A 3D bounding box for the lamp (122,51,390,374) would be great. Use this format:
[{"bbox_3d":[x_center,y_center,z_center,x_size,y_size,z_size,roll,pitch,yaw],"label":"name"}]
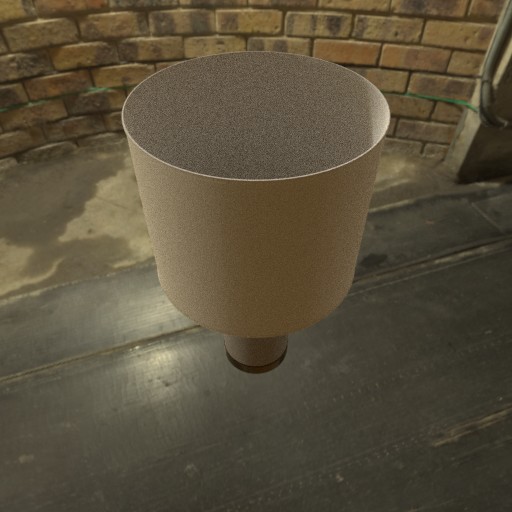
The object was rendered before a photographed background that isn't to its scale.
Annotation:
[{"bbox_3d":[0.000,0.000,0.520,0.229,0.380,0.229,0,46,0],"label":"lamp"}]
